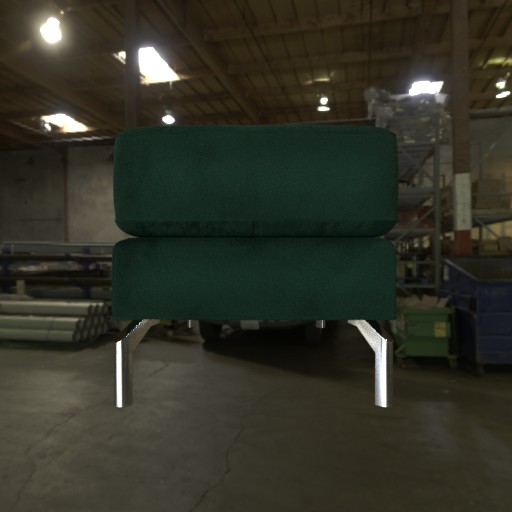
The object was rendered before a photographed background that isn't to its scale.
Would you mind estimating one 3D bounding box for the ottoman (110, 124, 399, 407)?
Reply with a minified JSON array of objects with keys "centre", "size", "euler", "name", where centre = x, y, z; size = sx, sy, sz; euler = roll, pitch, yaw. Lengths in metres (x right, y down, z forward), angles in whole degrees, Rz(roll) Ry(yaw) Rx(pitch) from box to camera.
[{"centre":[0.000,0.000,1.223],"size":[0.536,0.533,0.886],"euler":[0,0,0],"name":"ottoman"}]
